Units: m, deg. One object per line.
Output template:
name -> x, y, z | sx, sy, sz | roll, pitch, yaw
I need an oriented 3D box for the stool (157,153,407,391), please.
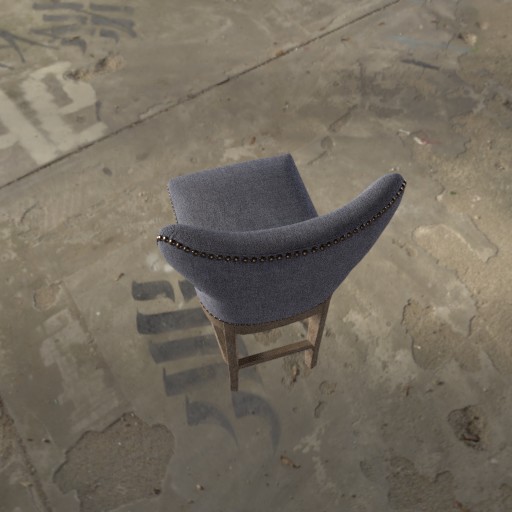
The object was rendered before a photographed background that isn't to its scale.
stool -> 0.000, 0.000, 1.332 | 0.498, 0.981, 0.608 | -14, 59, -9
